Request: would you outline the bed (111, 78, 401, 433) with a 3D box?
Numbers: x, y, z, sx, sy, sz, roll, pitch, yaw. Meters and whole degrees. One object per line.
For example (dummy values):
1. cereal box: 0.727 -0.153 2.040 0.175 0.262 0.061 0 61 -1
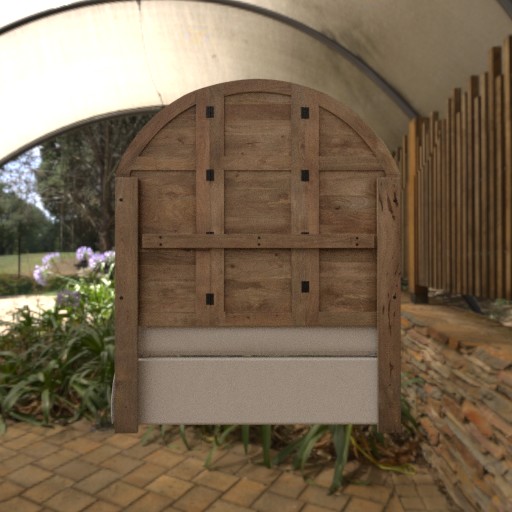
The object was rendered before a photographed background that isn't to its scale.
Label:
1. bed: 0.000 0.000 3.543 1.713 2.002 2.112 0 0 0
